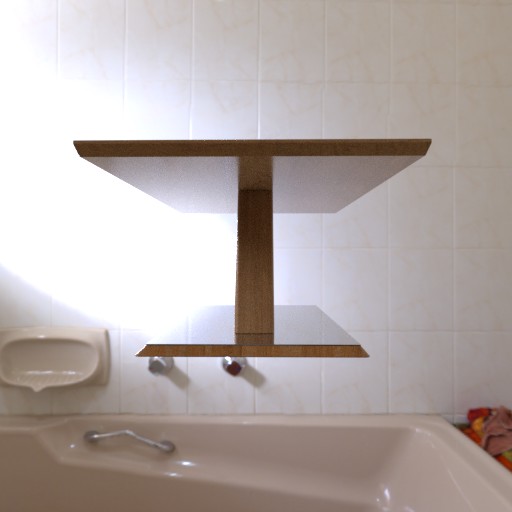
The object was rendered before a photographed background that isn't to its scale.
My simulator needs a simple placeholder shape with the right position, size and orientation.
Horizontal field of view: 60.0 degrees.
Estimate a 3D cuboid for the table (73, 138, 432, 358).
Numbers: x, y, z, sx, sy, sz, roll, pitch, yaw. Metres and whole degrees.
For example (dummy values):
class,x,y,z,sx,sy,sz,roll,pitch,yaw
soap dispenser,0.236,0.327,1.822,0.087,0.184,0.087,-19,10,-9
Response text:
class,x,y,z,sx,sy,sz,roll,pitch,yaw
table,0.000,0.000,1.400,0.692,0.441,1.100,0,0,1
